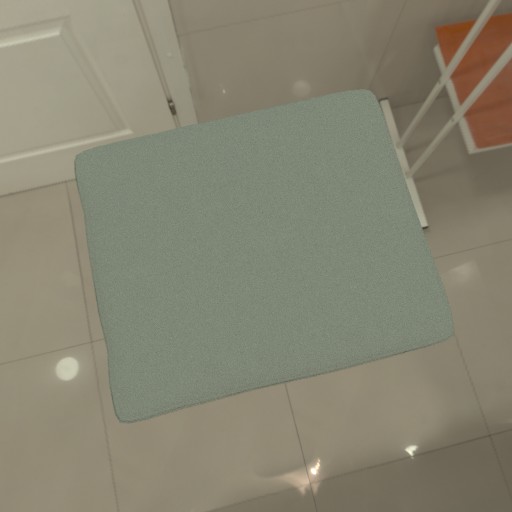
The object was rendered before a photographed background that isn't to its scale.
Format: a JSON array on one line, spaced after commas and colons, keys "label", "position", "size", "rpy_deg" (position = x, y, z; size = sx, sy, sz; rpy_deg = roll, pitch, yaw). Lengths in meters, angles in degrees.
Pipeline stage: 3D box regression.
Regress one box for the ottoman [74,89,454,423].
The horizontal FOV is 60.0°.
[{"label": "ottoman", "position": [0.000, 0.000, 1.497], "size": [0.991, 0.494, 0.842], "rpy_deg": [-14, 77, -3]}]
